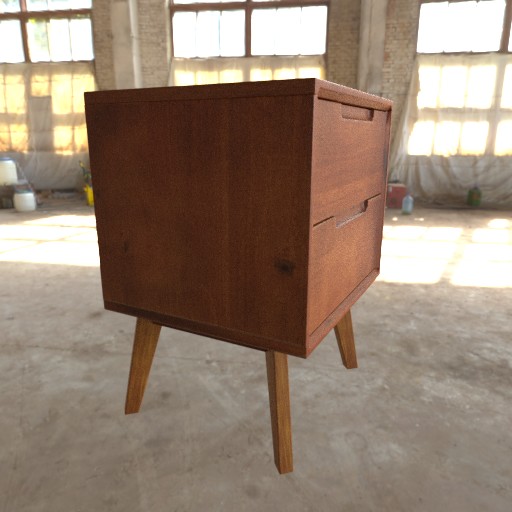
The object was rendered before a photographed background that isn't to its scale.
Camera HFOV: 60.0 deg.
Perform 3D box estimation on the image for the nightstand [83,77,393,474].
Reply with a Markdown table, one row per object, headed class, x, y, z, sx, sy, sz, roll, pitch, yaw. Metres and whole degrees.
| class | x | y | z | sx | sy | sz | roll | pitch | yaw |
| --- | --- | --- | --- | --- | --- | --- | --- | --- | --- |
| nightstand | 0.000 | 0.000 | 0.913 | 0.411 | 0.618 | 0.460 | 8 | 17 | 27 |
